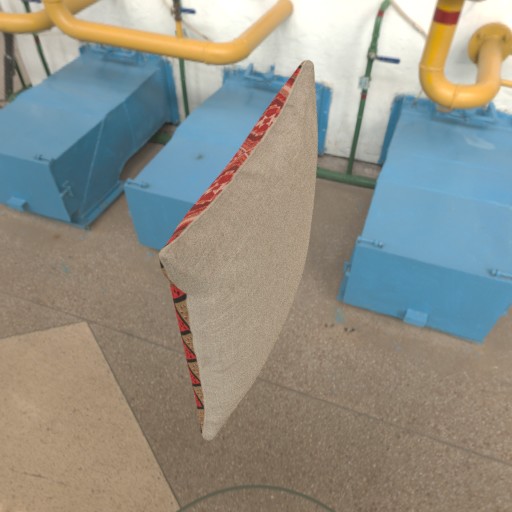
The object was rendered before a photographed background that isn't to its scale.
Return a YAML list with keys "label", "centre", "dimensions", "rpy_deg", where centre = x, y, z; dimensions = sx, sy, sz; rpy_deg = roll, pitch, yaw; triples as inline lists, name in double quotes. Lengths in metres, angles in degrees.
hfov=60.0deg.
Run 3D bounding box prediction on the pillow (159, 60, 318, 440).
- label: "pillow"
  centre: [0.000, 0.000, 0.799]
  dimensions: [0.158, 0.511, 0.513]
  rpy_deg: [16, 49, 14]
